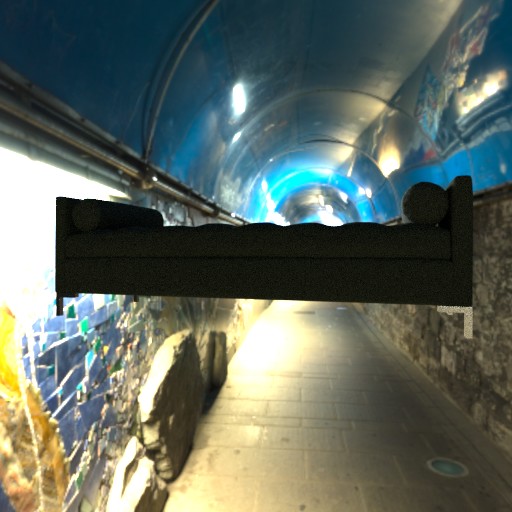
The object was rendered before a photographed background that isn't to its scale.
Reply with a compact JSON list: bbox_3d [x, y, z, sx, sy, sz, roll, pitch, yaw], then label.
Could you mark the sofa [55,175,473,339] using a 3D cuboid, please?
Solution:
[{"bbox_3d":[0.000,0.000,2.454,2.102,0.657,0.797,0,0,18],"label":"sofa"}]
